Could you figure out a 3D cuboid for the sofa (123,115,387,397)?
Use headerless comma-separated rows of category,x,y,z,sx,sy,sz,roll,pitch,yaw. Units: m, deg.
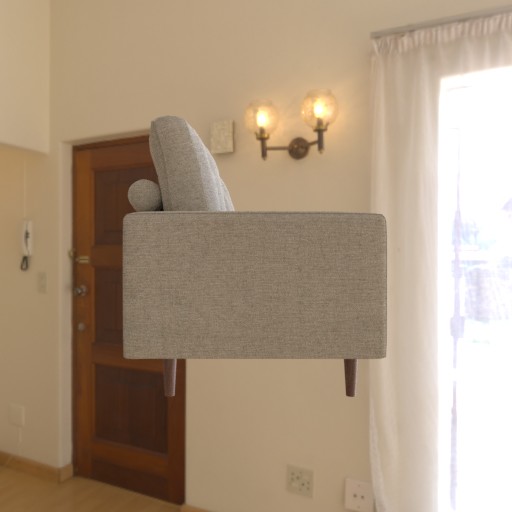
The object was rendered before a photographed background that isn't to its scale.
sofa,0.000,0.000,1.994,0.842,0.907,1.407,0,0,0
